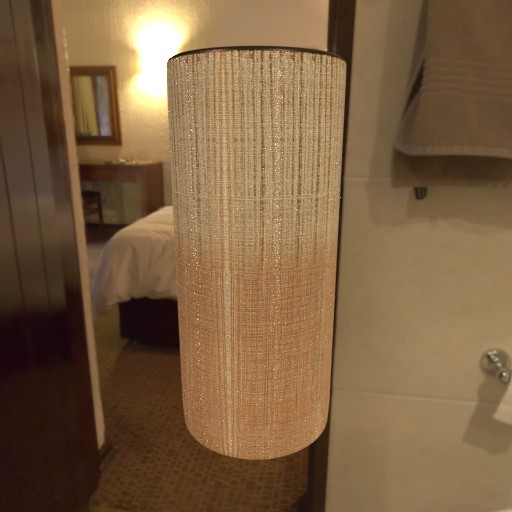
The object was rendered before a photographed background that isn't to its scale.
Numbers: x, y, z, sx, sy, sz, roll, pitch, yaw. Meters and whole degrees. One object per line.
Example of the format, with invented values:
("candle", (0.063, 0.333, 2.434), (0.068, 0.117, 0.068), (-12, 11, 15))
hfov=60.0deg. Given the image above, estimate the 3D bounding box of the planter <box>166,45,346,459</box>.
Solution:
("planter", (0.000, 0.000, 0.280), (0.100, 0.227, 0.100), (-8, 18, -27))
